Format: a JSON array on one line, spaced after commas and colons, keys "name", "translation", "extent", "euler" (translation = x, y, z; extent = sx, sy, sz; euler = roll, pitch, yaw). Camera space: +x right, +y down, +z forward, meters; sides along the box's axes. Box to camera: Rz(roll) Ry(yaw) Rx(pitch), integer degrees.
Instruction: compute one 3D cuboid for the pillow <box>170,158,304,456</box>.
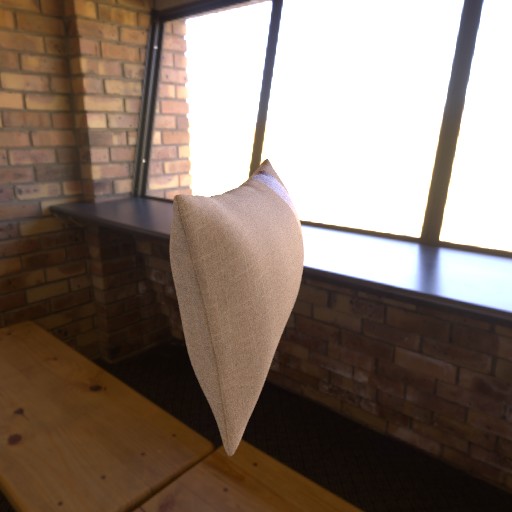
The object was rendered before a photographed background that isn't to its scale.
[{"name": "pillow", "translation": [0.000, 0.000, 0.733], "extent": [0.155, 0.282, 0.612], "euler": [2, 16, 9]}]
